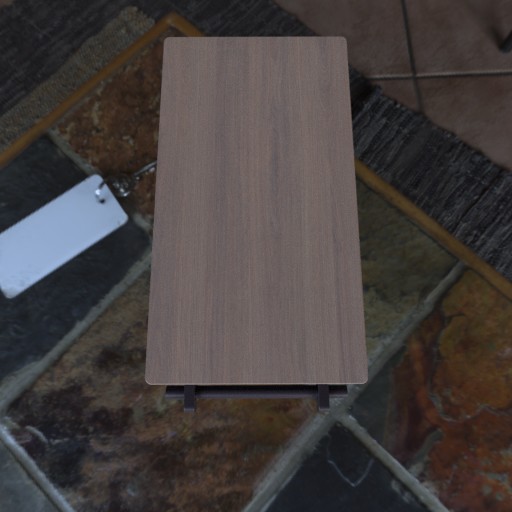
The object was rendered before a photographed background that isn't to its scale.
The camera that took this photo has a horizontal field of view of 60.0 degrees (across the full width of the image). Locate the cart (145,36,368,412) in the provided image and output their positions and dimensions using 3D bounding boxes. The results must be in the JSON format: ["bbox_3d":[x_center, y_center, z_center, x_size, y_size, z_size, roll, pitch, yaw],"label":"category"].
[{"bbox_3d":[0.000,0.000,1.449,0.457,0.927,0.899,0,76,0],"label":"cart"}]
